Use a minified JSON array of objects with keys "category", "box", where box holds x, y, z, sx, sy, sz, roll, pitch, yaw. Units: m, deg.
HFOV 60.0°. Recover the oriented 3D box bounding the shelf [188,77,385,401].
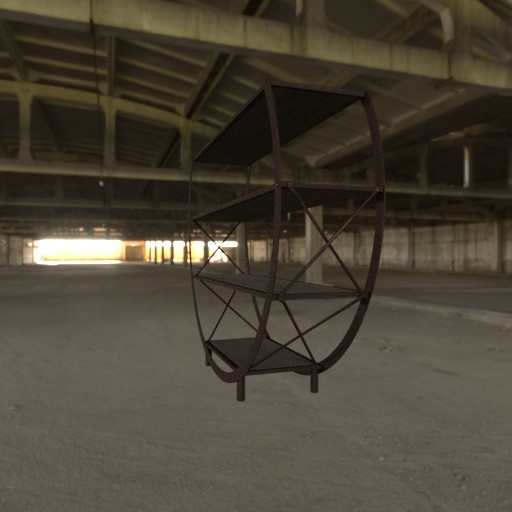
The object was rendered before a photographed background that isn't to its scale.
[{"category":"shelf","box":[0.000,0.000,1.936,0.344,1.063,1.403,0,0,-19]}]
